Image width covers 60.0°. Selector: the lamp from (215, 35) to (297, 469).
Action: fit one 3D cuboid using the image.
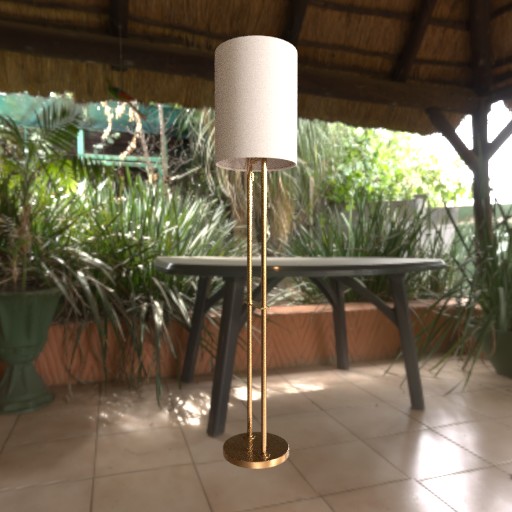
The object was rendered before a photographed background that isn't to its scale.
[{"bbox_3d":[0.000,0.000,1.671,0.305,1.500,0.306,-1,2,-19],"label":"lamp"}]
